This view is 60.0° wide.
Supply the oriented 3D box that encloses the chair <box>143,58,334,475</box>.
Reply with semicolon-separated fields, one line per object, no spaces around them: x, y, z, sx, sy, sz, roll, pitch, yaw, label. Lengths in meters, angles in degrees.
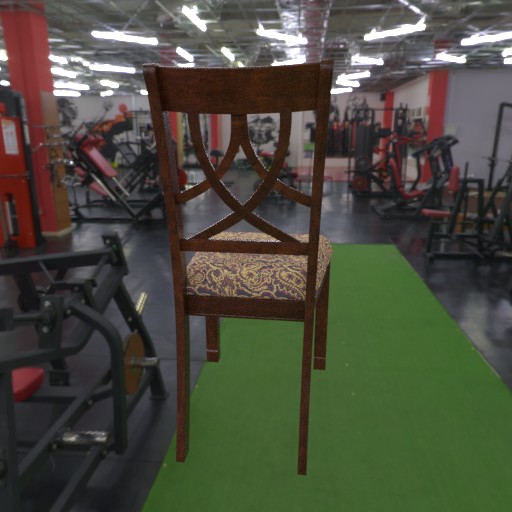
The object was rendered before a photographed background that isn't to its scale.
0.000;0.000;1.281;0.457;0.965;0.584;2;16;8;chair
